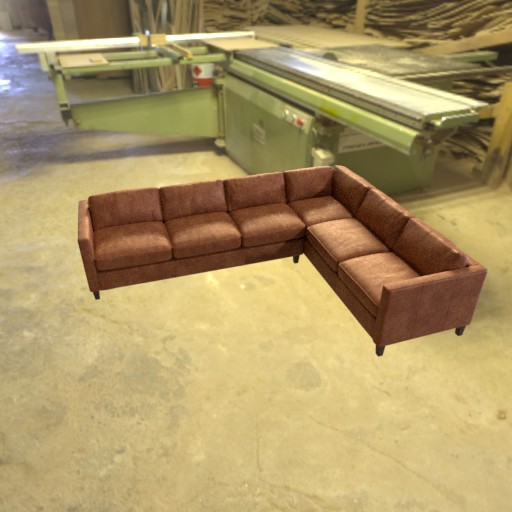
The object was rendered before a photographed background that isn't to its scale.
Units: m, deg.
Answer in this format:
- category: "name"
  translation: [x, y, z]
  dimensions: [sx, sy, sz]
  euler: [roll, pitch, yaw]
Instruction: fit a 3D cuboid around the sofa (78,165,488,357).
- category: "sofa"
  translation: [0.000, 0.000, 4.260]
  dimensions: [3.167, 0.838, 2.438]
  euler: [-10, 33, -15]
